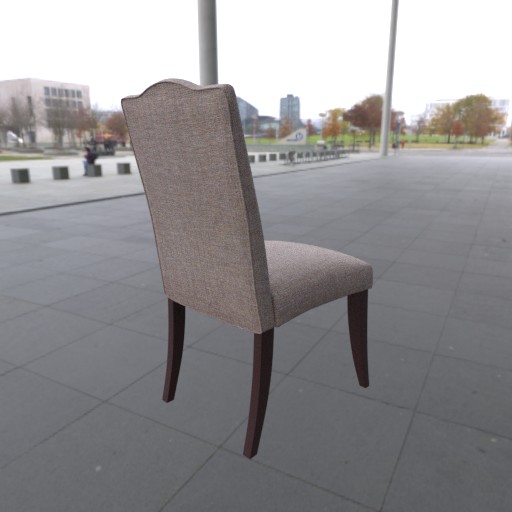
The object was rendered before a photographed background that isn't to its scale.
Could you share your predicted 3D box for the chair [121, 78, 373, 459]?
[{"bbox_3d":[0.000,0.000,1.429,0.513,1.016,0.660,14,20,42],"label":"chair"}]
